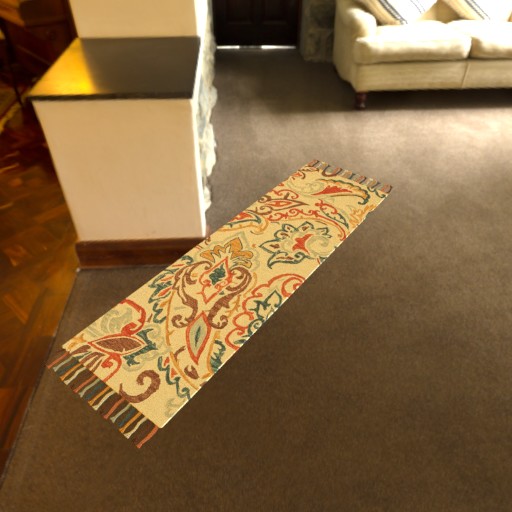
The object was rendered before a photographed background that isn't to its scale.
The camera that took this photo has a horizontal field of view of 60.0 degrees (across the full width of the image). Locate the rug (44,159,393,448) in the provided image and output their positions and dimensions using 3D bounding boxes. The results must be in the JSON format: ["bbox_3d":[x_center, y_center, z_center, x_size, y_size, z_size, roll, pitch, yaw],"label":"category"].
[{"bbox_3d":[0.000,0.000,2.931,0.763,0.015,2.682,27,48,27],"label":"rug"}]
